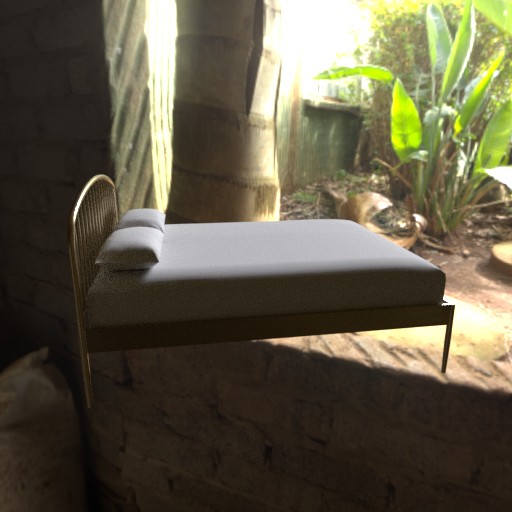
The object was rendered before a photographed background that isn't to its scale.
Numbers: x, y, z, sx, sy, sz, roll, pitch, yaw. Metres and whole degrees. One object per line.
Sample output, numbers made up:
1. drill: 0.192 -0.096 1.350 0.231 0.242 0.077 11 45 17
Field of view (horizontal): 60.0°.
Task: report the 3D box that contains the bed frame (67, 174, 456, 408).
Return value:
1. bed frame: 0.000 0.000 3.194 2.152 1.175 1.612 -3 16 -9
